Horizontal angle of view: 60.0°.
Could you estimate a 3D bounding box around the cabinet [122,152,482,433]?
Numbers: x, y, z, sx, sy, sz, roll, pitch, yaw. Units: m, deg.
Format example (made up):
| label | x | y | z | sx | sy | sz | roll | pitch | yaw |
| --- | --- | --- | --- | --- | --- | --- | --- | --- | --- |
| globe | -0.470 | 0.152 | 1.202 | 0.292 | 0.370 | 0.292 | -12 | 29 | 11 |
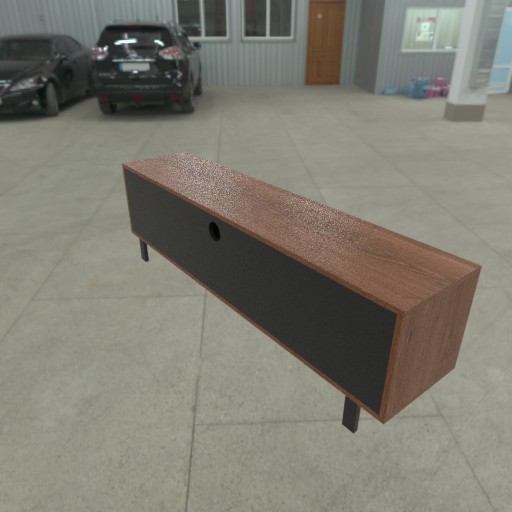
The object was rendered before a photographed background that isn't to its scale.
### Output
| label | x | y | z | sx | sy | sz | roll | pitch | yaw |
| --- | --- | --- | --- | --- | --- | --- | --- | --- | --- |
| cabinet | 0.000 | 0.000 | 1.859 | 0.400 | 0.500 | 1.650 | -20 | 33 | -33 |
